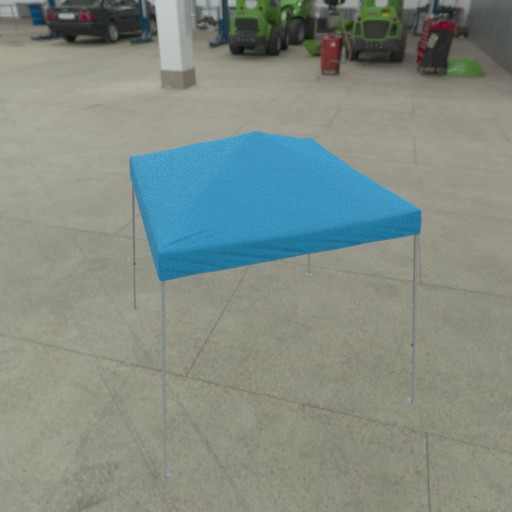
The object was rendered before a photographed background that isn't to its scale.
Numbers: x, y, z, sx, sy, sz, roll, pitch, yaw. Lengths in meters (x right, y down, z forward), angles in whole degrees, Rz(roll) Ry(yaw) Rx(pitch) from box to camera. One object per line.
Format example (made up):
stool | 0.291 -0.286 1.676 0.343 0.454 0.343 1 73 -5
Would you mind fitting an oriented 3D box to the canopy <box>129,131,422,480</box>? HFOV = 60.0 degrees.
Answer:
canopy | 0.000 0.000 6.399 3.600 3.600 3.599 -10 33 -16
